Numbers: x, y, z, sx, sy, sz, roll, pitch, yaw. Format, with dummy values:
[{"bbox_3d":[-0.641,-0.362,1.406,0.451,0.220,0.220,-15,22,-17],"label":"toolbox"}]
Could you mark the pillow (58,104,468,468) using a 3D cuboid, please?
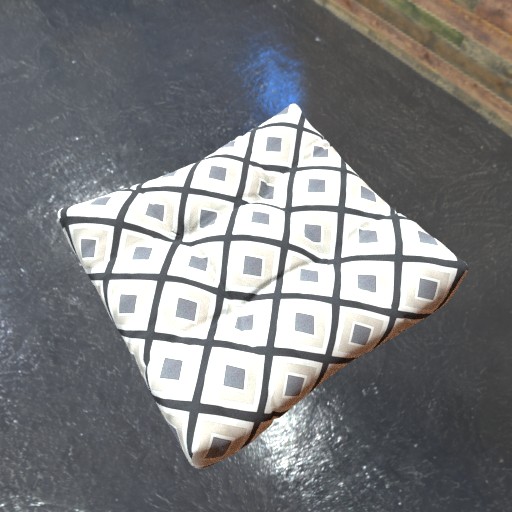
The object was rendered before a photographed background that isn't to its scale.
[{"bbox_3d":[0.000,0.000,0.726,0.490,0.128,0.468,-30,62,-17],"label":"pillow"}]
